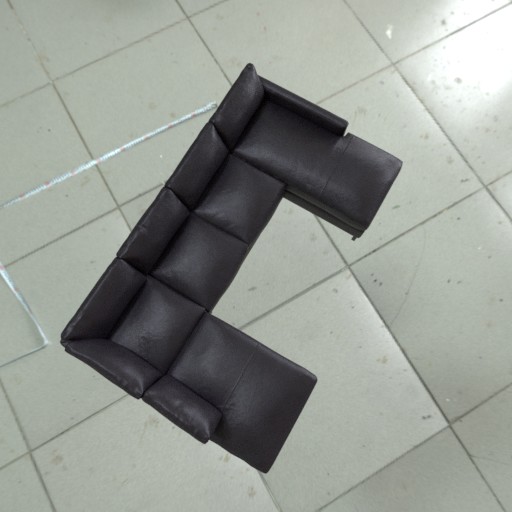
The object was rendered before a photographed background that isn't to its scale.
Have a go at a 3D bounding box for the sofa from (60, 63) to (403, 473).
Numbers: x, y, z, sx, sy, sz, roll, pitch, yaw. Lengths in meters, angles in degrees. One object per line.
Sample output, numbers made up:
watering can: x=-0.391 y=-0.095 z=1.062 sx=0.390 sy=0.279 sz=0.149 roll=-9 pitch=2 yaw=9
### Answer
sofa: x=0.000 y=0.000 z=3.888 sx=1.939 sy=0.900 sz=2.956 roll=30 pitch=78 yaw=7
